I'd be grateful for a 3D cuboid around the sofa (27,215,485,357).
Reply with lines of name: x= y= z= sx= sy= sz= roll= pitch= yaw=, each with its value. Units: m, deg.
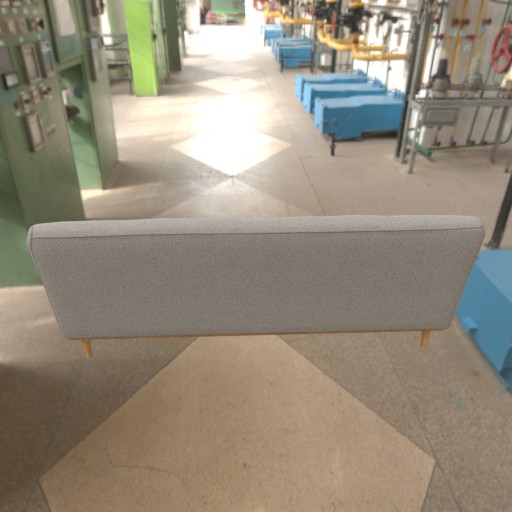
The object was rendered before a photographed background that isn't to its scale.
sofa: x=0.000 y=0.000 z=2.508 sx=2.057 sy=0.871 sz=0.978 roll=-1 pitch=30 yaw=-2
